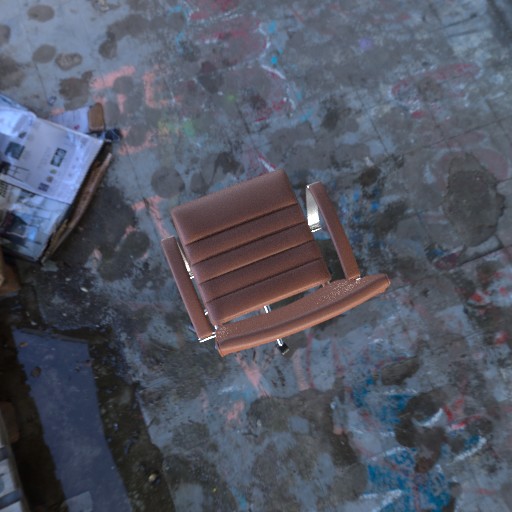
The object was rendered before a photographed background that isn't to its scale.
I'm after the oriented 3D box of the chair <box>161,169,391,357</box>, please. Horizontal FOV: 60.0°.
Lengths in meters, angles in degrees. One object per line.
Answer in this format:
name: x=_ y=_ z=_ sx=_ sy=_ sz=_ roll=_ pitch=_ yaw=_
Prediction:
chair: x=0.000 y=0.000 z=1.652 sx=0.766 sy=1.149 sz=0.739 roll=-21 pitch=76 yaw=-5
